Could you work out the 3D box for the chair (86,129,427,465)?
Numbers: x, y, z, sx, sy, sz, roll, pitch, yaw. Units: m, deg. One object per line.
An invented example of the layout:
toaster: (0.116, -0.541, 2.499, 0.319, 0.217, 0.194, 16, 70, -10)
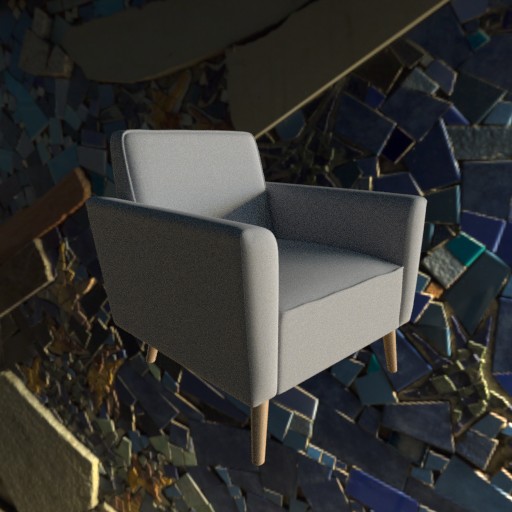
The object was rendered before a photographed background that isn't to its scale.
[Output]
chair: (0.000, 0.000, 1.411, 0.780, 0.780, 0.750, -14, 20, -42)
